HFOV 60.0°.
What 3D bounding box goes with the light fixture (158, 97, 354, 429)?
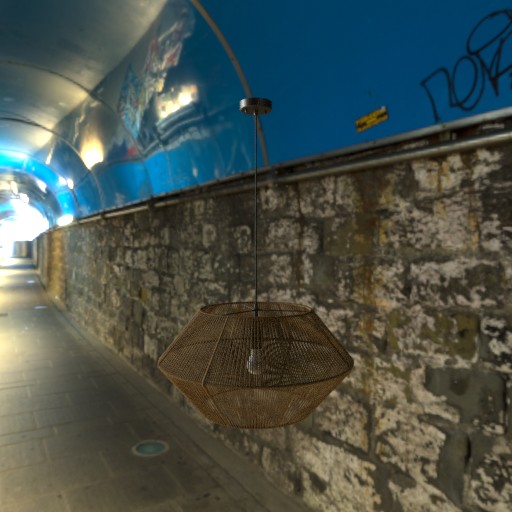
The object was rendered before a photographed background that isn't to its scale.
[{"bbox_3d":[0.000,0.000,1.470,0.643,1.009,0.643,0,1,0],"label":"light fixture"}]
